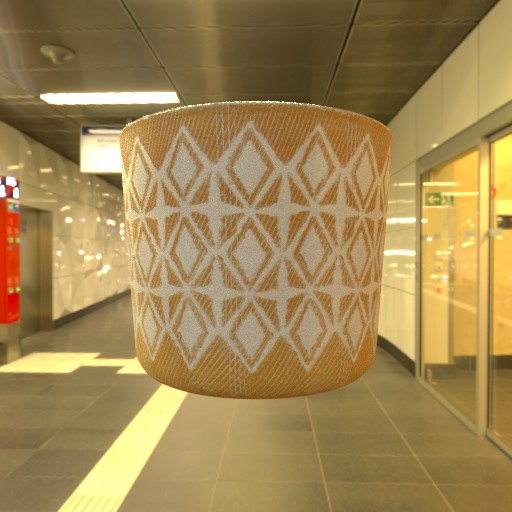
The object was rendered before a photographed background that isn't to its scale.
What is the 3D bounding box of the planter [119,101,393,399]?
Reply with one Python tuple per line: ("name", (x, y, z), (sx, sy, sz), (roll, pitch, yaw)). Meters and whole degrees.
("planter", (0.000, 0.000, 0.328), (0.193, 0.165, 0.193), (0, 1, 0))
